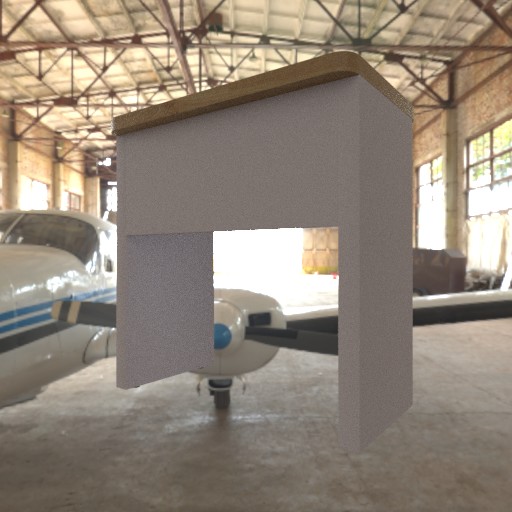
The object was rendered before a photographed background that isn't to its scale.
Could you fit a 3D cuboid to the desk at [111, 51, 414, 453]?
[{"bbox_3d":[0.000,0.000,1.238,0.760,0.790,0.440,0,0,36],"label":"desk"}]
